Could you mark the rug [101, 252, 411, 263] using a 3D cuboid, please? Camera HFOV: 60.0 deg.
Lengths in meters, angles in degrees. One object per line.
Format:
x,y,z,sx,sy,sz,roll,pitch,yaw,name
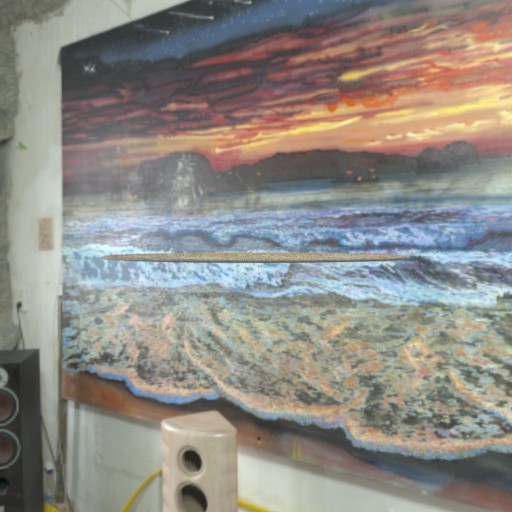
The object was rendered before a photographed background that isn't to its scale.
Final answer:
0.000,0.000,3.604,2.382,0.014,2.382,0,2,0,rug
